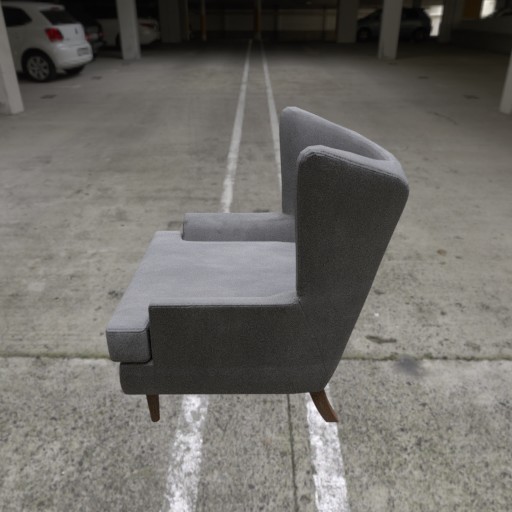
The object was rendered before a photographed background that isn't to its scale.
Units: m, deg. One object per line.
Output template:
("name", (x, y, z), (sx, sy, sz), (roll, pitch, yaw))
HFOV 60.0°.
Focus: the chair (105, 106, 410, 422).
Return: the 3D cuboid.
("chair", (0.000, 0.000, 1.618), (0.906, 0.950, 0.784), (0, 26, 0))
